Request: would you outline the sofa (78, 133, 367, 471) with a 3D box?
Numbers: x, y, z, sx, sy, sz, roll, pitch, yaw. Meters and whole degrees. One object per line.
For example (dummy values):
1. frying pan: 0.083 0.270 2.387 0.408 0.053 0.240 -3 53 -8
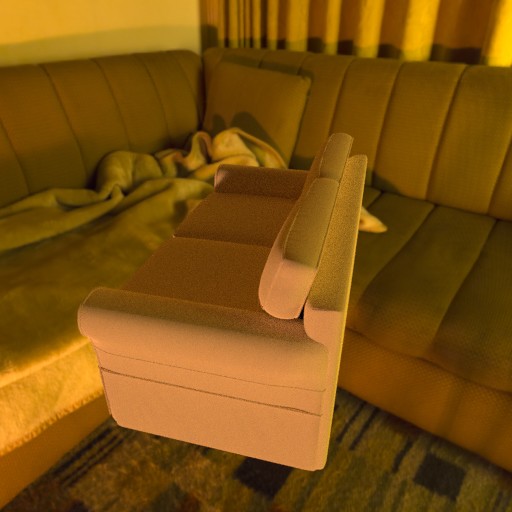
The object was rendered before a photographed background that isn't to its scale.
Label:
1. sofa: 0.000 0.000 2.310 0.991 0.940 1.727 8 31 13
